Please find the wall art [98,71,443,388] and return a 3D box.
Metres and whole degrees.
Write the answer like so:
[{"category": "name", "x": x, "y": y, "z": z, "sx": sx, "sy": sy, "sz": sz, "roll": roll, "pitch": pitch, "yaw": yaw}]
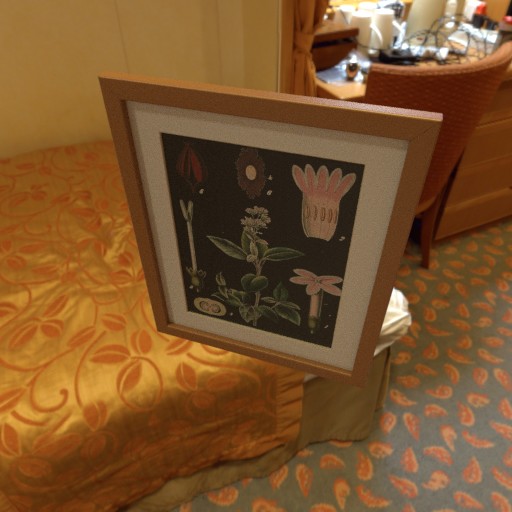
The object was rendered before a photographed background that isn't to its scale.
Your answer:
[{"category": "wall art", "x": 0.000, "y": 0.000, "z": 0.510, "sx": 0.310, "sy": 0.379, "sz": 0.015, "roll": 12, "pitch": 43, "yaw": 14}]
